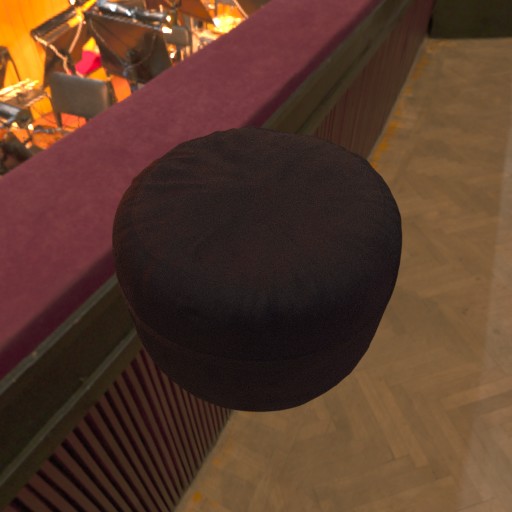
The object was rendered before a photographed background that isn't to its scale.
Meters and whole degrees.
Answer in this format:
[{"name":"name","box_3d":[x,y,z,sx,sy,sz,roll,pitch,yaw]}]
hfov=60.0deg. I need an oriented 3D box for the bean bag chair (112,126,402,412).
[{"name":"bean bag chair","box_3d":[0.000,0.000,2.008,1.219,0.762,1.219,0,46,0]}]
